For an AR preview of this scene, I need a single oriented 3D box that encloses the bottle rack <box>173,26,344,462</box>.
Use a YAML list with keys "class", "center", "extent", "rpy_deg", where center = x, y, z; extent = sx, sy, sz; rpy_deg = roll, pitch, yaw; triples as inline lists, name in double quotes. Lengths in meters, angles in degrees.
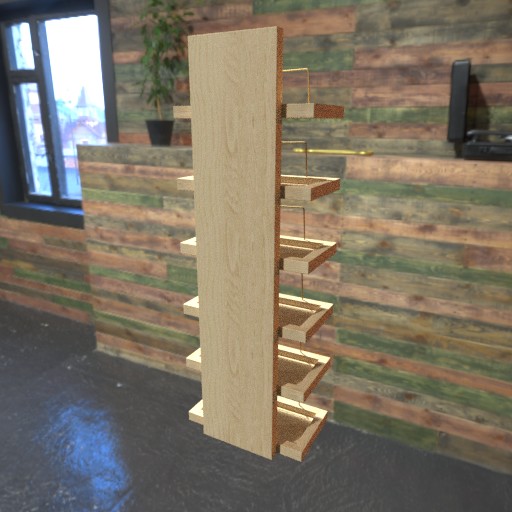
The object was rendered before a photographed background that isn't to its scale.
- class: "bottle rack"
  center: [0.000, 0.000, 1.062]
  extent: [0.330, 0.943, 0.206]
  rpy_deg: [9, 19, 27]
